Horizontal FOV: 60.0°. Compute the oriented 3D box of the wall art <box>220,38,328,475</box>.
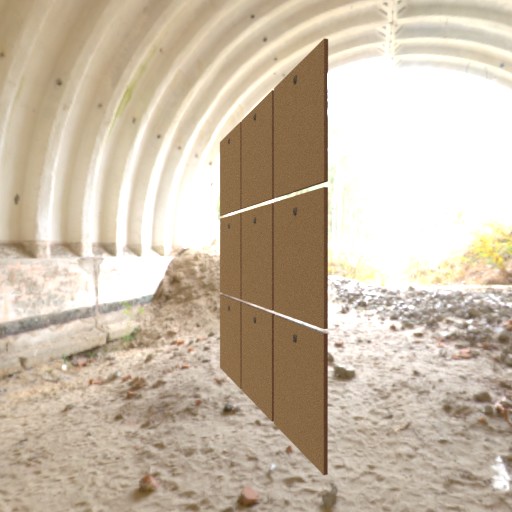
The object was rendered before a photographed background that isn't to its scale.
[{"bbox_3d":[0.000,0.000,1.815,0.019,1.218,1.221,0,0,-18],"label":"wall art"}]
